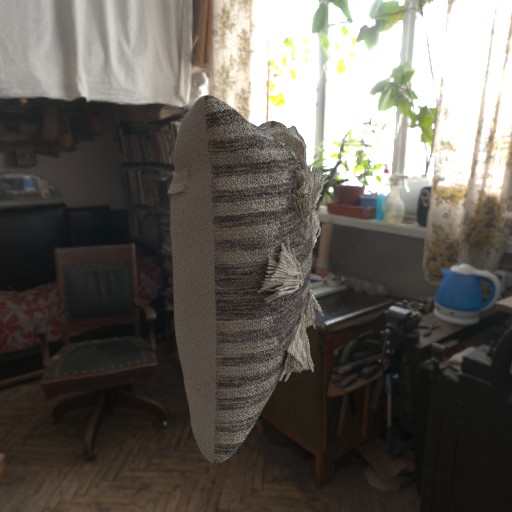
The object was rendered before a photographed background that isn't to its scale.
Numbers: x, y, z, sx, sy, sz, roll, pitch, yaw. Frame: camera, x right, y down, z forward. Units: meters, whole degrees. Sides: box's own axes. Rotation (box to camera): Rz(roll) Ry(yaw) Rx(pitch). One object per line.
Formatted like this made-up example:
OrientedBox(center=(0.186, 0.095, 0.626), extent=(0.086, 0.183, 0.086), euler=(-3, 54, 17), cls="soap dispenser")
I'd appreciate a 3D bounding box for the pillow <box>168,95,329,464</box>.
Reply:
OrientedBox(center=(0.000, 0.000, 0.782), extent=(0.234, 0.490, 0.484), euler=(3, 14, 11), cls="pillow")
